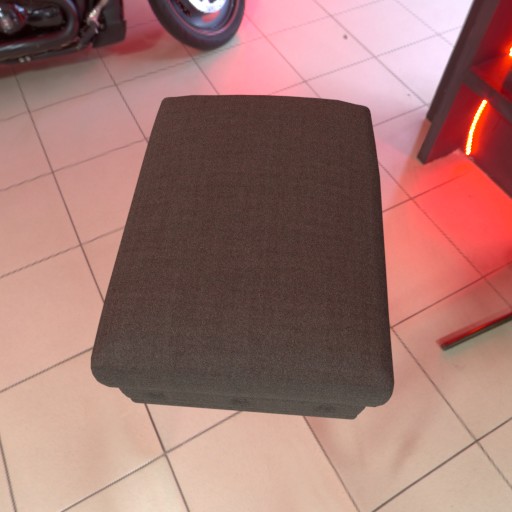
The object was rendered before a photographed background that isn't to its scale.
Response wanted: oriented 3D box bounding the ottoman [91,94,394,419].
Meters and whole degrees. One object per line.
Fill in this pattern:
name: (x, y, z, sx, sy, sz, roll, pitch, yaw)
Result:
ottoman: (0.000, 0.000, 1.198, 0.599, 0.555, 0.809, 4, 59, 2)
